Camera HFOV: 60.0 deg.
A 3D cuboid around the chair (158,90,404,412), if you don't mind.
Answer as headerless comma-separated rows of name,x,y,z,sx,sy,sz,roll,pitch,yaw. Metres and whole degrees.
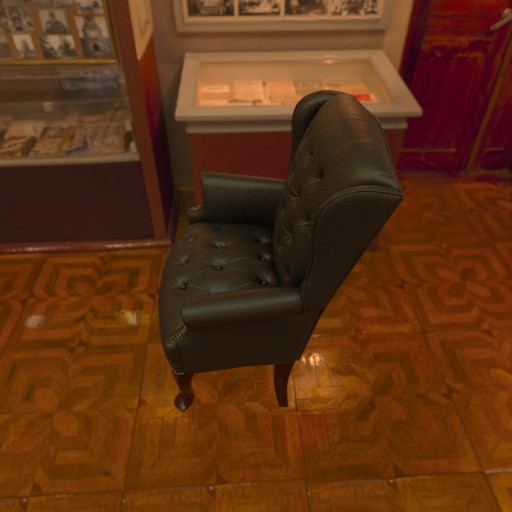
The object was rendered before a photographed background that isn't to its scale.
chair,0.000,0.000,1.684,0.762,1.111,0.838,-1,41,-1
